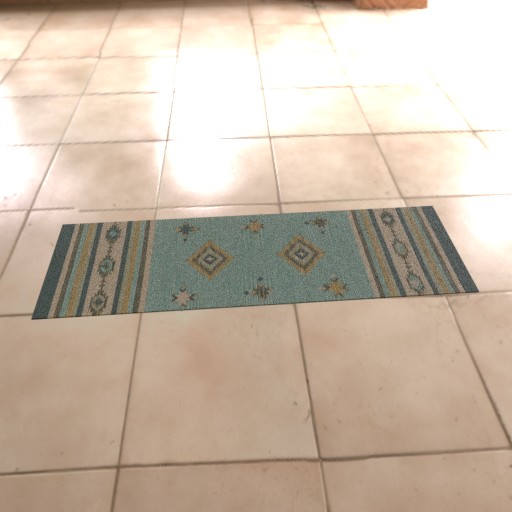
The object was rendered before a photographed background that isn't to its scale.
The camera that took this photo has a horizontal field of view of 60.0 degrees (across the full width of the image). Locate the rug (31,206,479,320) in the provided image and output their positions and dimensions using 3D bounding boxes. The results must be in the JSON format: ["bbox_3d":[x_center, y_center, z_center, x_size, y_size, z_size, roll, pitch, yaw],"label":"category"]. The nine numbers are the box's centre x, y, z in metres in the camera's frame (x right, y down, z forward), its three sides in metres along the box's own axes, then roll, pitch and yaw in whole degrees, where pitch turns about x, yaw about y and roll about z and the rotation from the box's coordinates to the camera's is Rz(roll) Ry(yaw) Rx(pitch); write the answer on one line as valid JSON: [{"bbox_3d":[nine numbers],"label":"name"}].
[{"bbox_3d":[0.000,0.000,2.666,2.441,0.010,0.744,-3,46,-3],"label":"rug"}]
